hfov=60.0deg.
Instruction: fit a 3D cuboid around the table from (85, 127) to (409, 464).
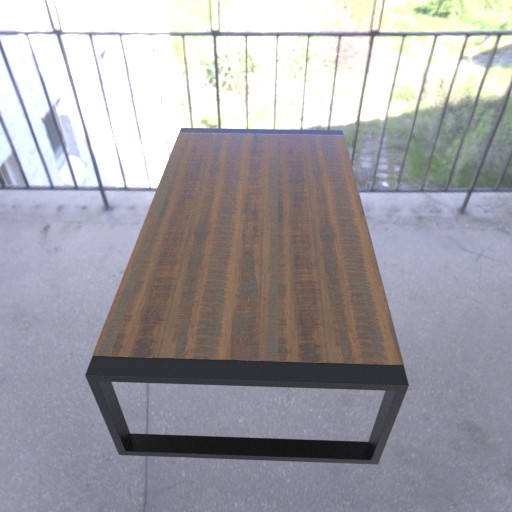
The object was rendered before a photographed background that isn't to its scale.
[{"bbox_3d":[0.000,0.000,1.666,0.750,0.400,1.350,1,40,2],"label":"table"}]
